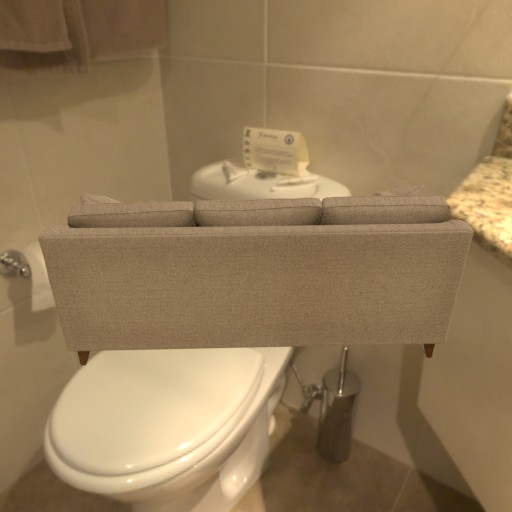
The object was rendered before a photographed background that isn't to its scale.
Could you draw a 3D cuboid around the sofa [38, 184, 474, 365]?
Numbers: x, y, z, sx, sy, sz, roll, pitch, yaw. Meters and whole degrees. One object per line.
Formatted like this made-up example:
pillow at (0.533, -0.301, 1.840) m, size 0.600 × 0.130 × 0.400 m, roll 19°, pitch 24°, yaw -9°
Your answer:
sofa at (0.000, 0.000, 2.574) m, size 2.031 × 0.914 × 0.865 m, roll -1°, pitch 29°, yaw -2°
